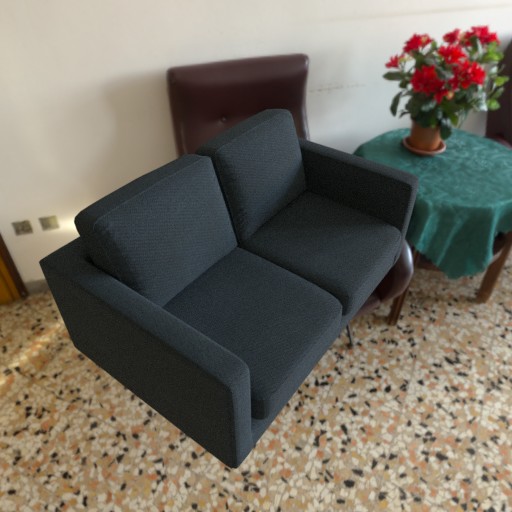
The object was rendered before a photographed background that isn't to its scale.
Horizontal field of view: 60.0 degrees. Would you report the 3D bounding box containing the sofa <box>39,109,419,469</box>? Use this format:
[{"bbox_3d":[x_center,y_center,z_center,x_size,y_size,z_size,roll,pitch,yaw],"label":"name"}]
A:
[{"bbox_3d":[0.000,0.000,2.118,0.999,0.930,1.518,26,47,27],"label":"sofa"}]
